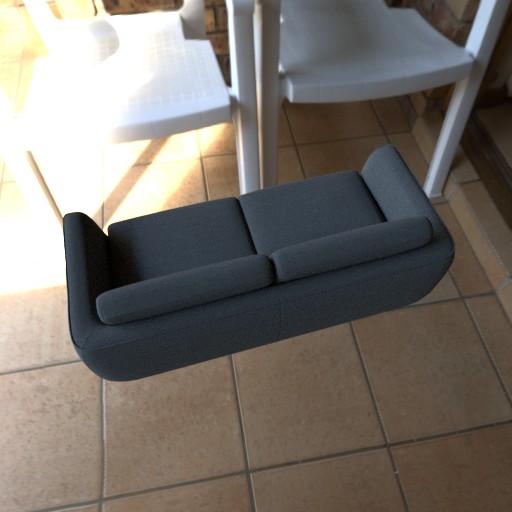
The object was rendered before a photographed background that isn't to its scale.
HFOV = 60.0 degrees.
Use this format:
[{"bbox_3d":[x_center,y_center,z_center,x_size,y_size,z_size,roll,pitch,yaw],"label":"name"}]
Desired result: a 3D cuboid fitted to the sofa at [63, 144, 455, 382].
[{"bbox_3d":[0.000,0.000,2.519,2.000,0.850,0.920,-14,60,-8],"label":"sofa"}]
